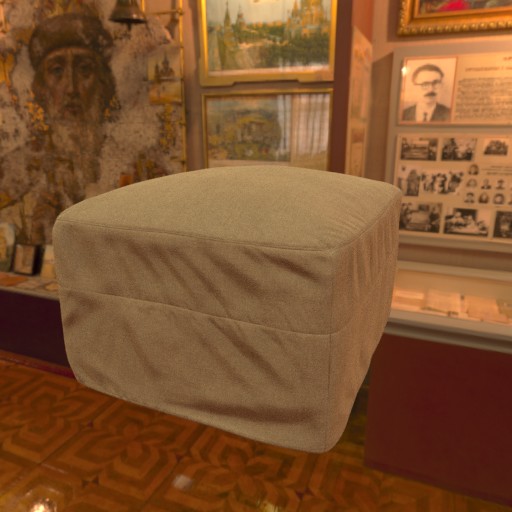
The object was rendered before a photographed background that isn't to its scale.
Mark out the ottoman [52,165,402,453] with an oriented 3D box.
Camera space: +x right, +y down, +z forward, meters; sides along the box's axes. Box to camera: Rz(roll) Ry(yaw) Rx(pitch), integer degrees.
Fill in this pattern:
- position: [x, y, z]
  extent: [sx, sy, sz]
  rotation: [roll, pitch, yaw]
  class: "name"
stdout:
- position: [0.000, 0.000, 1.224]
  extent: [0.683, 0.481, 0.837]
  rotation: [7, 18, 23]
  class: "ottoman"
